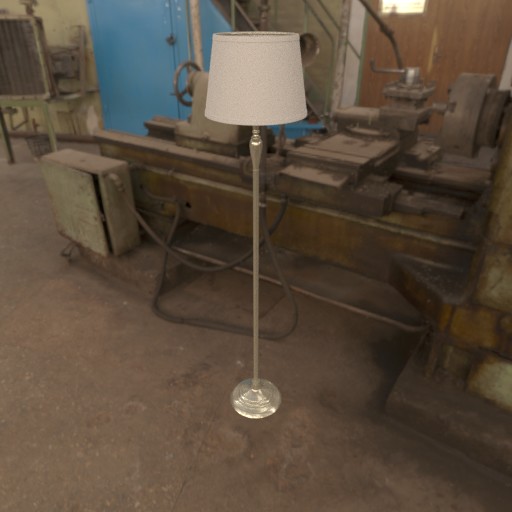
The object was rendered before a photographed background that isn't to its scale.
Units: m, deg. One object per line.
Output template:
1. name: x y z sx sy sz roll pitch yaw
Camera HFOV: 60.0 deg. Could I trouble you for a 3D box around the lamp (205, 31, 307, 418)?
1. lamp: 0.000 0.000 1.679 0.327 1.506 0.327 9 31 15
